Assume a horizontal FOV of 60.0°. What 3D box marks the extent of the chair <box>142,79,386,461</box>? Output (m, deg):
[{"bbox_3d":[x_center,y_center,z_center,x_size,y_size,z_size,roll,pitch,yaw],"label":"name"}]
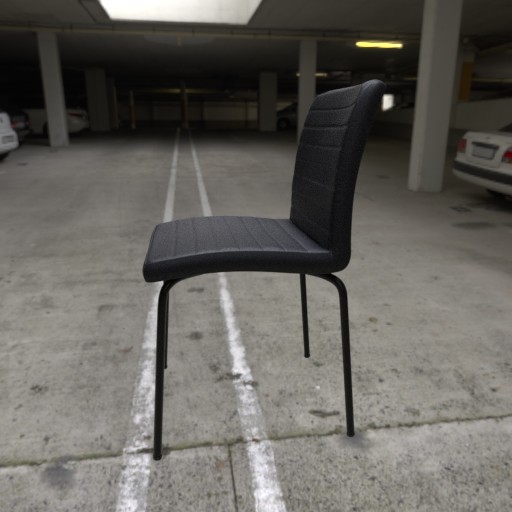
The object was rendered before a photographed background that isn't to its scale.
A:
[{"bbox_3d":[0.000,0.000,1.197,0.572,0.872,0.450,-3,16,-9],"label":"chair"}]
